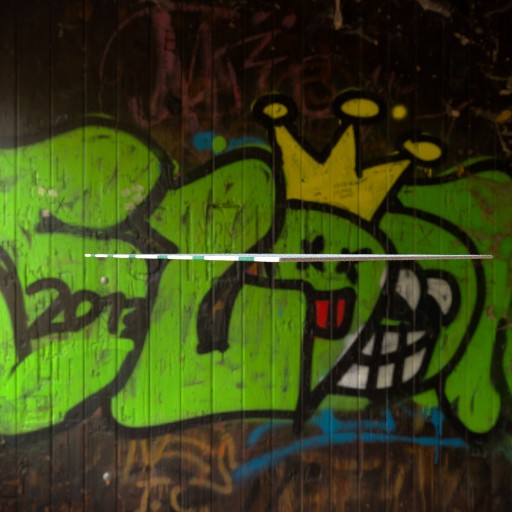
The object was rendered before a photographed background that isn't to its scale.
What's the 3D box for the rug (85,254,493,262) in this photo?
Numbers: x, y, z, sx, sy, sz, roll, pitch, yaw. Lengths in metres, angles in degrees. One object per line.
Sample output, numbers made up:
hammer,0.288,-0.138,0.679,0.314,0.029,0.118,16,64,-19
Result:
rug,0.000,0.000,2.295,1.210,0.012,1.829,0,1,-37
